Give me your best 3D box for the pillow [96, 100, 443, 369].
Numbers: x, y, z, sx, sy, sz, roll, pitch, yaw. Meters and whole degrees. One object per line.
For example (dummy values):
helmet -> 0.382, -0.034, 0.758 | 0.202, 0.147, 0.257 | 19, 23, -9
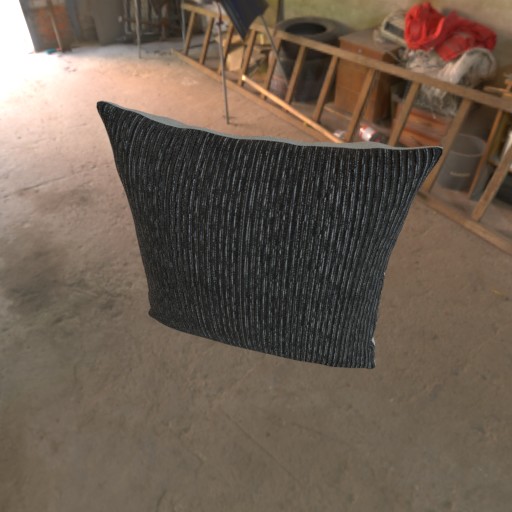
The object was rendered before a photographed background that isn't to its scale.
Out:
pillow -> 0.000, 0.000, 0.674 | 0.433, 0.434, 0.196 | 11, 44, 12
